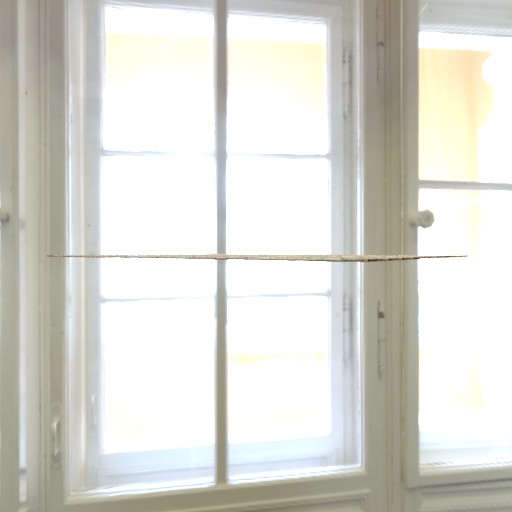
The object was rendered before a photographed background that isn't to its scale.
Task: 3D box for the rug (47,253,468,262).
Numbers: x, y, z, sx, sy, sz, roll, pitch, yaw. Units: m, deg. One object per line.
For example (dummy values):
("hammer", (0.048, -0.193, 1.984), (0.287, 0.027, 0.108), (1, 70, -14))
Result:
("rug", (0.000, 0.000, 4.294), (3.274, 0.015, 2.439), (1, 1, 37))
